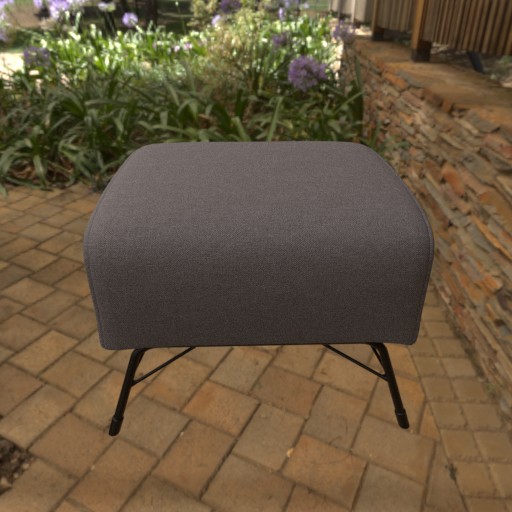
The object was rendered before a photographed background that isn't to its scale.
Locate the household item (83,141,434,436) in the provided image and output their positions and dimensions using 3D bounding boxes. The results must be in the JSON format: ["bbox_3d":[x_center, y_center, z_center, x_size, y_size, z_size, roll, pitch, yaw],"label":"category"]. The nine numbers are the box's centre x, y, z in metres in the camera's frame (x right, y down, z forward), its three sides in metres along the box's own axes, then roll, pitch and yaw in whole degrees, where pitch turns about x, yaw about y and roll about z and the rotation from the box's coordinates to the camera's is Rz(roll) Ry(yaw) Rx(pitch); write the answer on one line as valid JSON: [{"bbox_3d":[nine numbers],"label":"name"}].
[{"bbox_3d":[0.000,0.000,0.904,0.530,0.410,0.530,-1,29,-1],"label":"household item"}]
